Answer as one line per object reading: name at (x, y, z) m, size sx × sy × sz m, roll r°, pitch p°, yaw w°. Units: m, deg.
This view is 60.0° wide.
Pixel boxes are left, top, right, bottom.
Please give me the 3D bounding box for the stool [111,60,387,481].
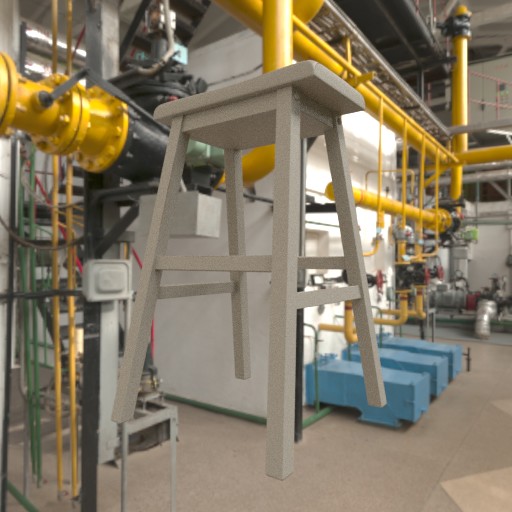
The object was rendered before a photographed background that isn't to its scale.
stool at (0.000, 0.000, 1.049) m, size 0.457 × 0.737 × 0.476 m, roll 0°, pitch -1°, yaw 36°
